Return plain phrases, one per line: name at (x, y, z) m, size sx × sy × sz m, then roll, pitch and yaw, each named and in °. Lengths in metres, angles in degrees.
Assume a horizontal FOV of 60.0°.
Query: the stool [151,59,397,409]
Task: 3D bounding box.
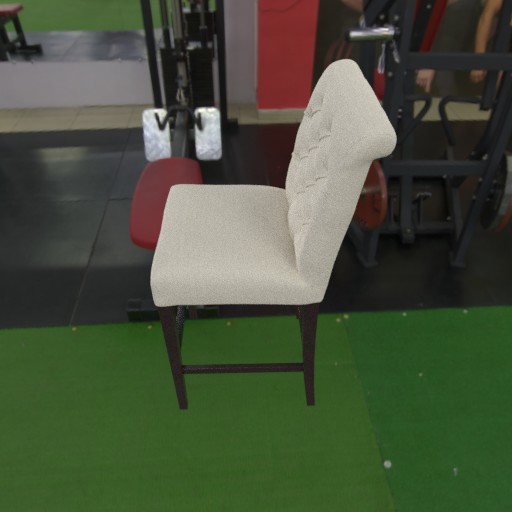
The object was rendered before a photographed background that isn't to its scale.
stool at (0.000, 0.000, 1.464) m, size 0.610 × 1.118 × 0.482 m, roll -1°, pitch 41°, yaw -1°
